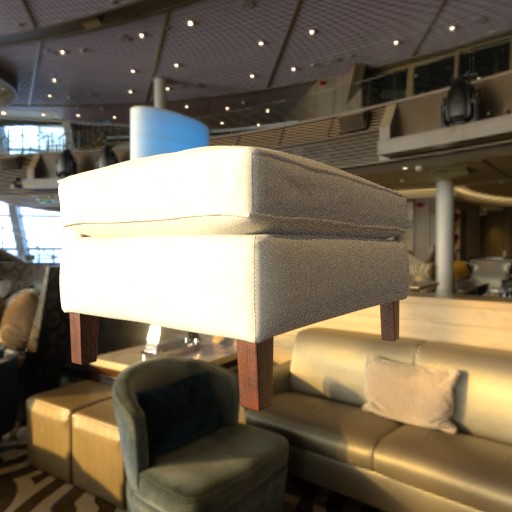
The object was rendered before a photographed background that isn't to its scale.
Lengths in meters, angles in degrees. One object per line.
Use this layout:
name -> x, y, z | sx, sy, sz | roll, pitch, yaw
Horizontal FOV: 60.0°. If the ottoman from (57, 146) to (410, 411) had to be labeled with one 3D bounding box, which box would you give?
ottoman -> 0.000, 0.000, 0.958 | 0.501, 0.406, 0.665 | 1, 1, 36
